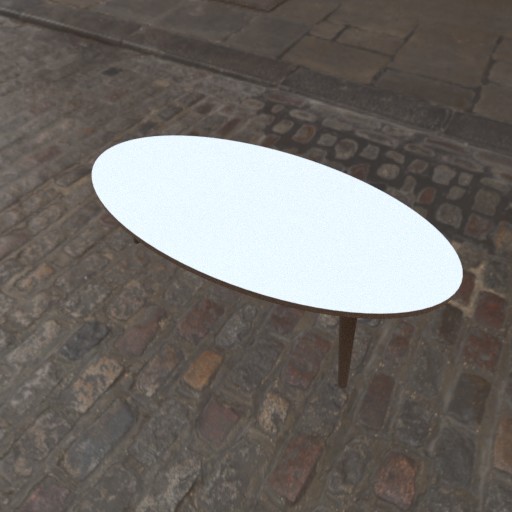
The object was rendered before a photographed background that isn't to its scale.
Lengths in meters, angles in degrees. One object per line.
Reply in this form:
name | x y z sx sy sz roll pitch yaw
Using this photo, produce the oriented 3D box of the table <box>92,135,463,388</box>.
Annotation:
table | 0.000 0.000 1.340 1.083 0.390 0.542 23 50 20
